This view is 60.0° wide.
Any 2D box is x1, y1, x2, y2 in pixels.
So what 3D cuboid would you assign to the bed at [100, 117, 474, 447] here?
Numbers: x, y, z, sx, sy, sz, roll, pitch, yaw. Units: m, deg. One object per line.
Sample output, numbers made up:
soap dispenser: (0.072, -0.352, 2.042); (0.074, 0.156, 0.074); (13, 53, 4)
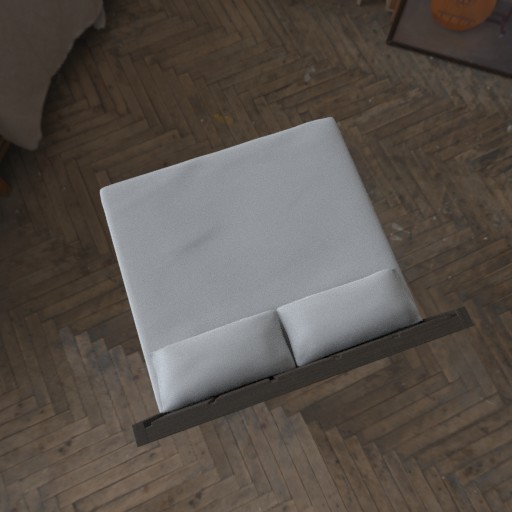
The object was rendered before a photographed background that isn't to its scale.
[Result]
bed: (0.000, 0.000, 3.482); (2.134, 1.270, 2.012); (-18, 76, -5)
